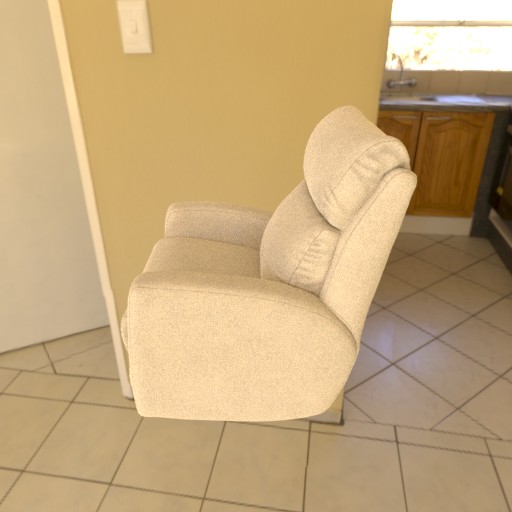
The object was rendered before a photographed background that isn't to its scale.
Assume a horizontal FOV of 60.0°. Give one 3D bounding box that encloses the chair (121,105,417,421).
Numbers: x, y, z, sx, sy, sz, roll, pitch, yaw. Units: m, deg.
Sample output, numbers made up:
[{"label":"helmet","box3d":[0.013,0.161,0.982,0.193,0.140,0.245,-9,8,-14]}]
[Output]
[{"label":"chair","box3d":[0.000,0.000,1.692,0.940,1.021,0.794,0,27,0]}]
